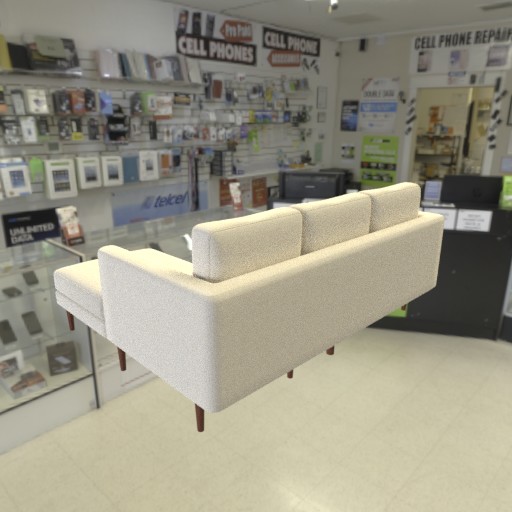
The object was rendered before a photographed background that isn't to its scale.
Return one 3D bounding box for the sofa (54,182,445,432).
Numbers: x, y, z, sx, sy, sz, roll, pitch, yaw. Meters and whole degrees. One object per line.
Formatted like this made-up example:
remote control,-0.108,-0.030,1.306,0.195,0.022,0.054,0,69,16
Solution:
sofa,0.000,0.000,2.883,2.029,0.899,1.580,-16,24,-42
